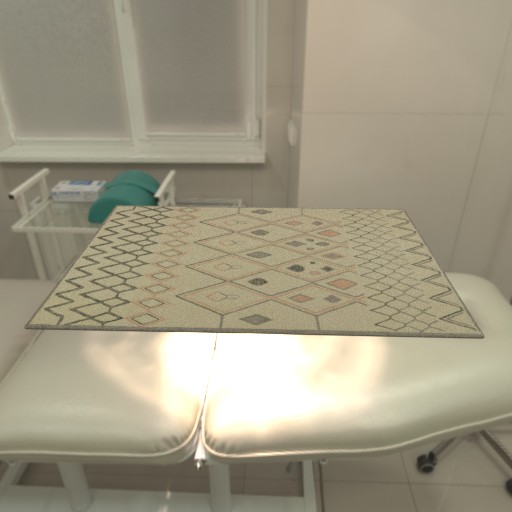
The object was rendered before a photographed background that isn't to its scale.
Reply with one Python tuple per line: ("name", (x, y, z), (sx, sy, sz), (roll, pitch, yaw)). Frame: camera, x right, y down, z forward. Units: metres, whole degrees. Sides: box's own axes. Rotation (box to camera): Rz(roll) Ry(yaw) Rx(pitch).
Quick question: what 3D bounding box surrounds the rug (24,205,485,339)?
("rug", (0.000, 0.000, 2.282), (1.829, 0.016, 1.219), (1, 30, 2))
